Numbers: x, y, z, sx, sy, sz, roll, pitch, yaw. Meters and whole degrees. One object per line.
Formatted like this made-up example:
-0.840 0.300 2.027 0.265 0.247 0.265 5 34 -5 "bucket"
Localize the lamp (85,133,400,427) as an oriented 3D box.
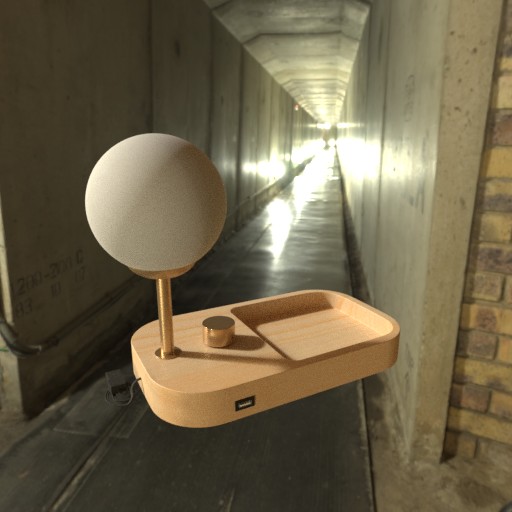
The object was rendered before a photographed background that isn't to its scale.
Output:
0.000 0.000 0.470 0.331 0.253 0.173 -9 19 -27 "lamp"
